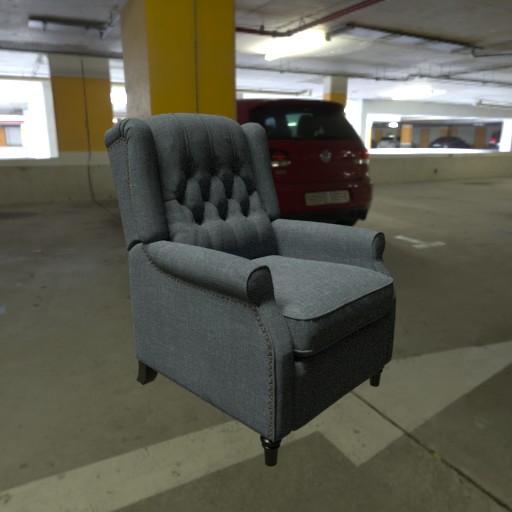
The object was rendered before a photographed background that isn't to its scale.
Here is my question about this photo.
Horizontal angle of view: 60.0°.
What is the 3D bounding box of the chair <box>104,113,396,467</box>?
[{"bbox_3d":[0.000,0.000,1.638,0.898,1.035,0.742,14,20,42],"label":"chair"}]
